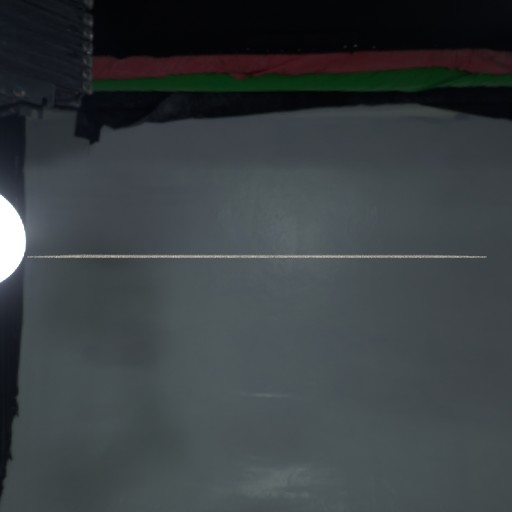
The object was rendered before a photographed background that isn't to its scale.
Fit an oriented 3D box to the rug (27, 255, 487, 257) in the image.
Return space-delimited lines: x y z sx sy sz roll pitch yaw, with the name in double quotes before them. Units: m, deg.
"rug" 0.000 0.000 2.697 2.443 0.009 0.706 0 1 0
